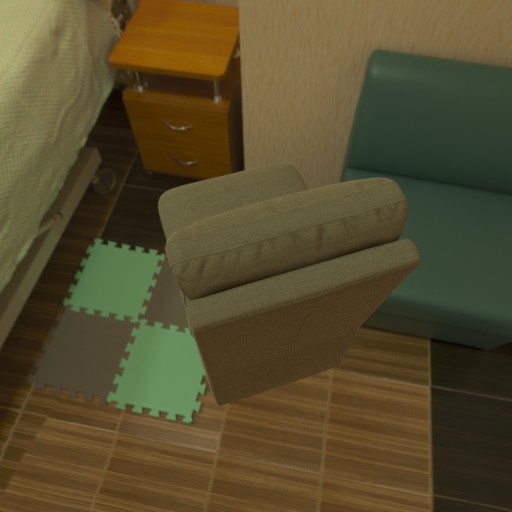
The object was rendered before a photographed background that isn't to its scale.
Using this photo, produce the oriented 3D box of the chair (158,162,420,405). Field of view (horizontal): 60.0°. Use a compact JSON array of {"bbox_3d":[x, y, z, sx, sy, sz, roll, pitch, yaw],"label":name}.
[{"bbox_3d":[0.000,0.000,1.344,0.503,0.927,0.698,-16,59,-10],"label":"chair"}]
